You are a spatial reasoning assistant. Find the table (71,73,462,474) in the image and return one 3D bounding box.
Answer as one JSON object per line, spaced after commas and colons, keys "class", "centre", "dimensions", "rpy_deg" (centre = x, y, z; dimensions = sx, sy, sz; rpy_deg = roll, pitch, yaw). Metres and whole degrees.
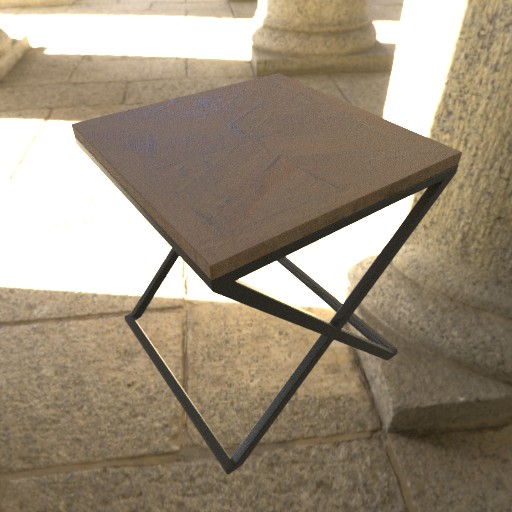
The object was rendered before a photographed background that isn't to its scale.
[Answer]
{"class": "table", "centre": [0.000, 0.000, 0.960], "dimensions": [0.498, 0.550, 0.499], "rpy_deg": [-25, 46, -27]}
